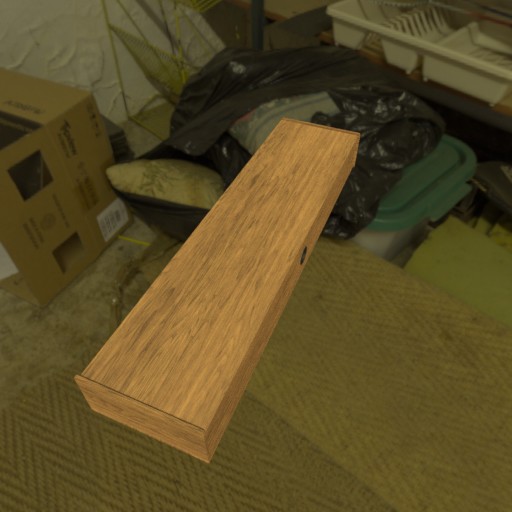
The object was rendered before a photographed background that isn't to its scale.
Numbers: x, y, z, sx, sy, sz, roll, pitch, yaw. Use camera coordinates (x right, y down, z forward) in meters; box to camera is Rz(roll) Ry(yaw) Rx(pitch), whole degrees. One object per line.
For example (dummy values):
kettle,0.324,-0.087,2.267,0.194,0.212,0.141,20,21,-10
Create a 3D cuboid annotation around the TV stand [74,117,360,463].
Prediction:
TV stand,0.000,0.000,2.041,0.467,0.415,1.796,17,48,16
